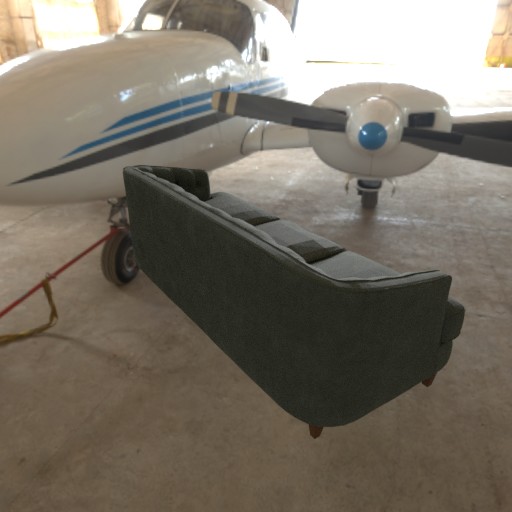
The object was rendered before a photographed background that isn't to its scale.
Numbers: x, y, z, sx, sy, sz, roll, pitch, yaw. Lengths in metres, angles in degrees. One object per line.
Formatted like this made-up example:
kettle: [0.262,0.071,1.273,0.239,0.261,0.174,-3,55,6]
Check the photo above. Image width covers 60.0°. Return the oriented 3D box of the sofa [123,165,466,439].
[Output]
sofa: [0.000,0.000,2.729,0.941,0.855,2.278,-17,30,-31]
